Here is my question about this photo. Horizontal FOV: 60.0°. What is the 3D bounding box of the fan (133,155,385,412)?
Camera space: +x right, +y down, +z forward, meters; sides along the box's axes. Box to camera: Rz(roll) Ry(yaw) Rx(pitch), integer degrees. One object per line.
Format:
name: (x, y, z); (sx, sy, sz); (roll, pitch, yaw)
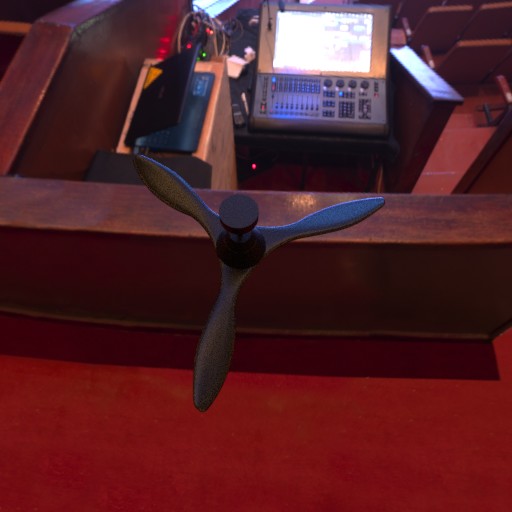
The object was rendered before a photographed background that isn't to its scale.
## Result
fan: (0.000, 0.000, 1.625); (1.067, 0.305, 1.067); (0, 63, 0)
